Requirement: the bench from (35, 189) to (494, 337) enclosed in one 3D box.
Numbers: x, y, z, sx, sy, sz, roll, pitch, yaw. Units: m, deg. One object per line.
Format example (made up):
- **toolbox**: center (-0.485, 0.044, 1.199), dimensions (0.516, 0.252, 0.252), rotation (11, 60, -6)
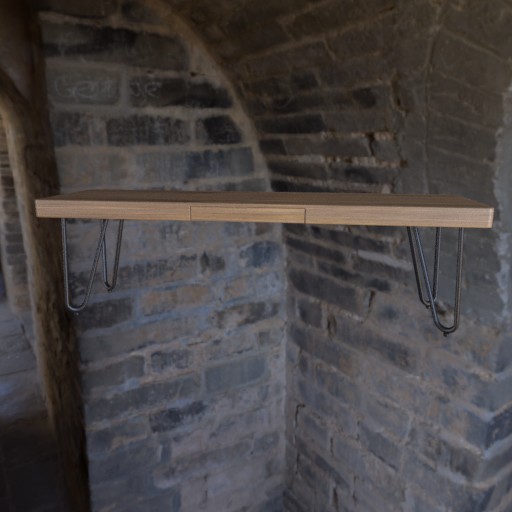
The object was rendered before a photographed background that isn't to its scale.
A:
- **bench**: center (0.000, 0.000, 1.740), dimensions (1.570, 0.462, 0.425), rotation (2, 14, 8)
